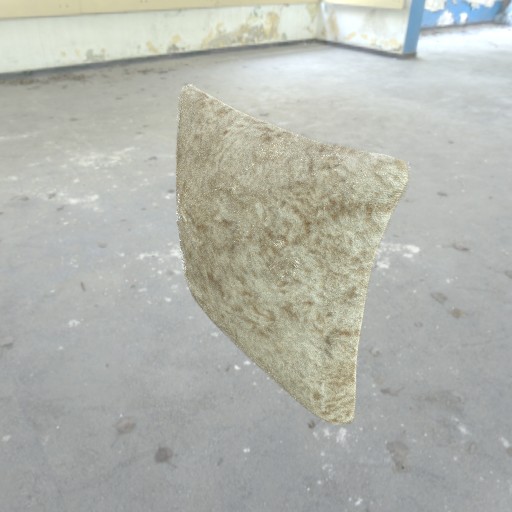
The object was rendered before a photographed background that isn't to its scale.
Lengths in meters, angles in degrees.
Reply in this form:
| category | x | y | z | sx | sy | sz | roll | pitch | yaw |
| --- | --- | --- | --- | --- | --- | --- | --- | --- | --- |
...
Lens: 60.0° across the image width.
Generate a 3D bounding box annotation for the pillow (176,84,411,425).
| category | x | y | z | sx | sy | sz | roll | pitch | yaw |
| --- | --- | --- | --- | --- | --- | --- | --- | --- | --- |
| pillow | 0.000 | 0.000 | 0.818 | 0.216 | 0.525 | 0.538 | -22 | 39 | -30 |
